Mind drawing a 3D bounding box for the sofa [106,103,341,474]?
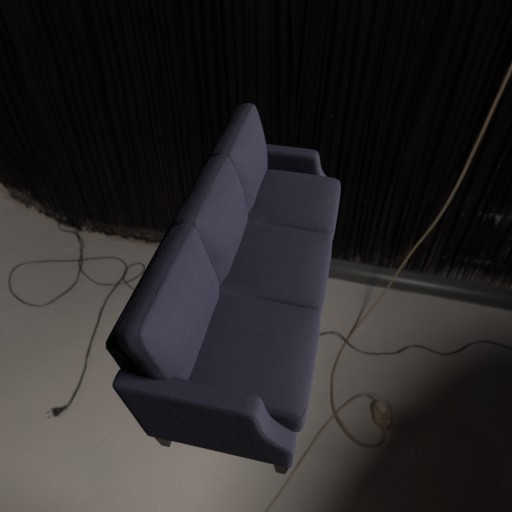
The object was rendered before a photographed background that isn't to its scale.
[{"bbox_3d":[0.000,0.000,2.678,0.888,0.984,2.115,9,45,9],"label":"sofa"}]
